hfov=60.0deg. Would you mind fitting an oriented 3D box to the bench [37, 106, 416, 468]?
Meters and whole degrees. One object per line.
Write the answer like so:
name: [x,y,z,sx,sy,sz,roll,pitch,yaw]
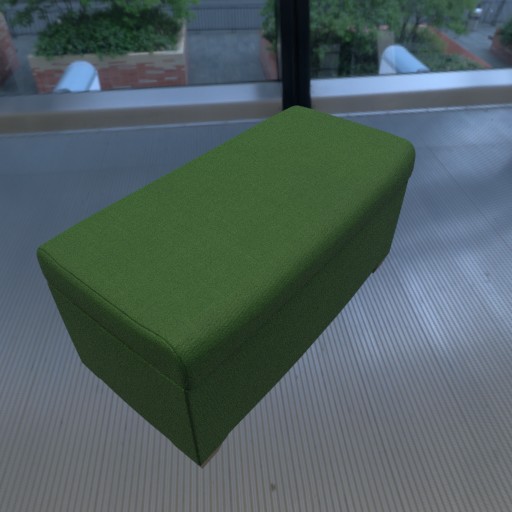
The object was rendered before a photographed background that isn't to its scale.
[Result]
bench: [0.000,0.000,1.273,0.505,0.501,0.989,28,49,28]
